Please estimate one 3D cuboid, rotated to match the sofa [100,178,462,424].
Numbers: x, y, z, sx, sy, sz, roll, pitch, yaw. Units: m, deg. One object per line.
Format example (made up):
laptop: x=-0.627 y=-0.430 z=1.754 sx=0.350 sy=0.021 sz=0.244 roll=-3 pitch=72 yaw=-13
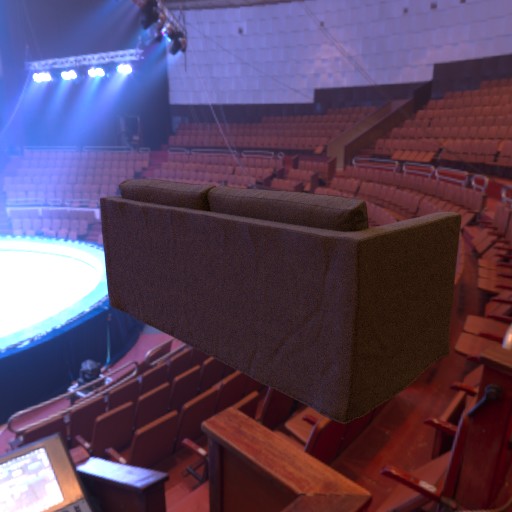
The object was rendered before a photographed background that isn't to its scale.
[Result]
sofa: x=0.000 y=0.000 z=2.571 sx=0.953 sy=0.855 sz=1.982 roll=-13 pitch=19 yaw=-43
